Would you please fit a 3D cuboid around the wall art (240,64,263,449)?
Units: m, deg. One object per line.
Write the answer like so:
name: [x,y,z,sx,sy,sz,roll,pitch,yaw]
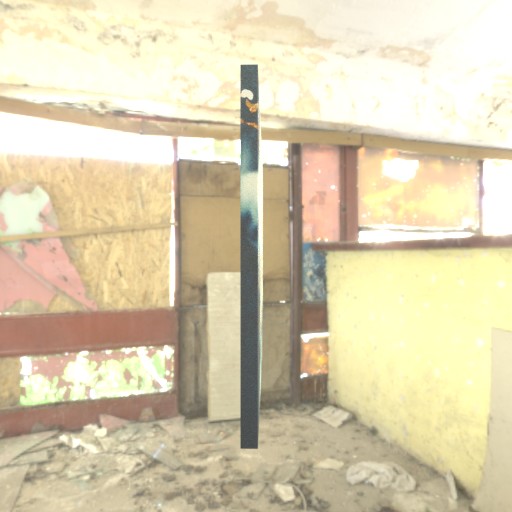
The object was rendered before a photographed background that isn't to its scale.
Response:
wall art: [0.000,0.000,1.444,0.035,0.759,1.138,0,0,1]
